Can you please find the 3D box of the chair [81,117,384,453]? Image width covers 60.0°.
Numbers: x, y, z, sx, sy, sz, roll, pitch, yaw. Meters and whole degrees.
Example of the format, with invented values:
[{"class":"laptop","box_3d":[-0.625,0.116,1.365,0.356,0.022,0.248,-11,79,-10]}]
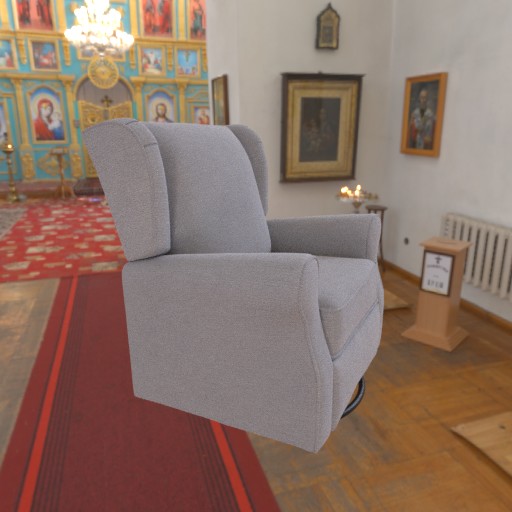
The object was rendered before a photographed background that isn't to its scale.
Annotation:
[{"class":"chair","box_3d":[0.000,0.000,1.648,0.854,0.966,0.906,8,17,26]}]
